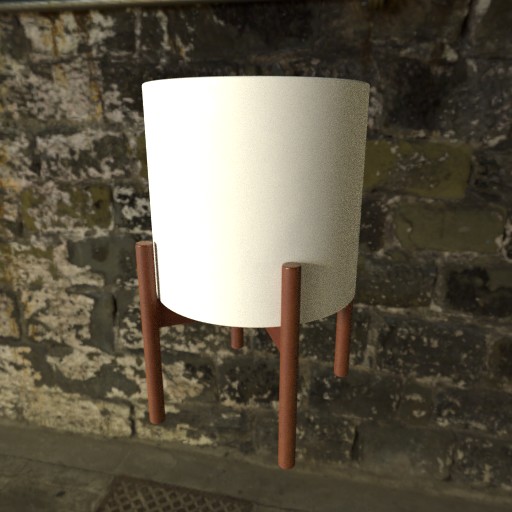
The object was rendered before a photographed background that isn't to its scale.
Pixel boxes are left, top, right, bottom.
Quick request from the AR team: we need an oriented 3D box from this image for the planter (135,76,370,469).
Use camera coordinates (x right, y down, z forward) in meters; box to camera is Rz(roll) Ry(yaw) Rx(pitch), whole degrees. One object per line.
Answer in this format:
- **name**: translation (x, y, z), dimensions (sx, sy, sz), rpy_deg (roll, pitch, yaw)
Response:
- **planter**: translation (0.000, 0.000, 0.934), dimensions (0.417, 0.670, 0.417), rpy_deg (8, 19, 25)
